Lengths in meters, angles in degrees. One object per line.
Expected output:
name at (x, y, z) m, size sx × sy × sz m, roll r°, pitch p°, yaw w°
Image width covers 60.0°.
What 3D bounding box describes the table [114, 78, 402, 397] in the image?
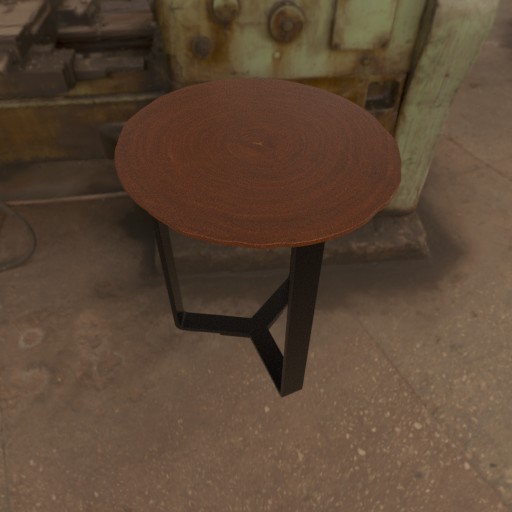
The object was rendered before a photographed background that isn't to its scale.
table at (0.000, 0.000, 0.772) m, size 0.380 × 0.450 × 0.410 m, roll -18°, pitch 48°, yaw -16°
